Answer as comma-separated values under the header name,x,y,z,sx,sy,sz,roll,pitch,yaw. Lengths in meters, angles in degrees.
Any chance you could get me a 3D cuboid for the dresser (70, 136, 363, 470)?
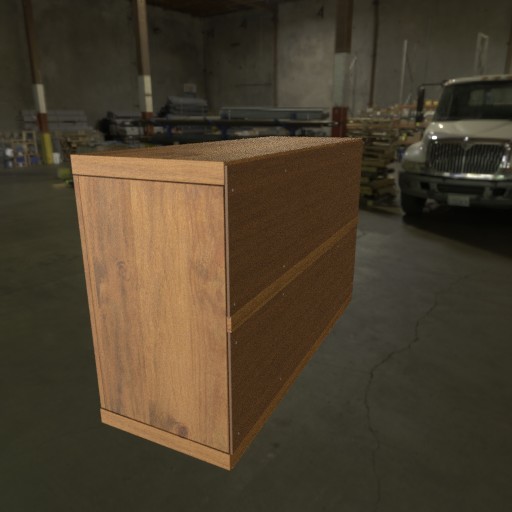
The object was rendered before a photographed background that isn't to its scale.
name,x,y,z,sx,sy,sz,roll,pitch,yaw
dresser,0.000,0.000,1.680,0.479,0.825,1.261,8,19,25
